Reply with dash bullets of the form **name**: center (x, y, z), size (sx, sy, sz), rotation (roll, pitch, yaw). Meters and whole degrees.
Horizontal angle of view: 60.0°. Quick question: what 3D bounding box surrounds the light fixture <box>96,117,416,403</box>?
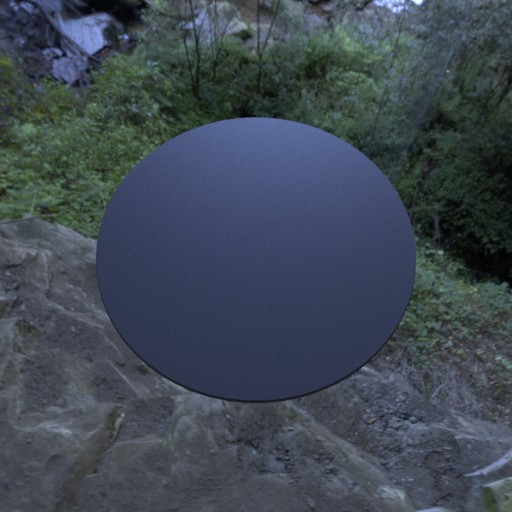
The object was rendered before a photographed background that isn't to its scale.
- **light fixture**: center (0.000, 0.000, 0.557), size (0.368, 0.100, 0.368), rotation (0, 63, 0)
